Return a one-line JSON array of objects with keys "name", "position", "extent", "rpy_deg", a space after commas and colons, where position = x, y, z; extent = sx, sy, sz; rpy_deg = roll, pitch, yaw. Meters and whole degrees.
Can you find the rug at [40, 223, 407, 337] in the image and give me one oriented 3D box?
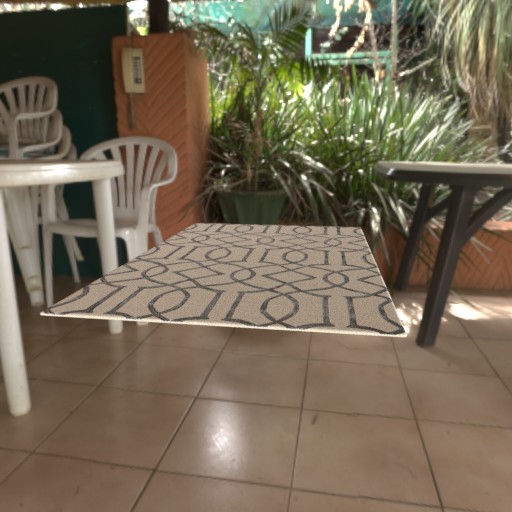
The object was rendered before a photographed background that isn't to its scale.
[{"name": "rug", "position": [0.000, 0.000, 2.922], "extent": [1.521, 0.017, 2.365], "rpy_deg": [2, 14, 8]}]
